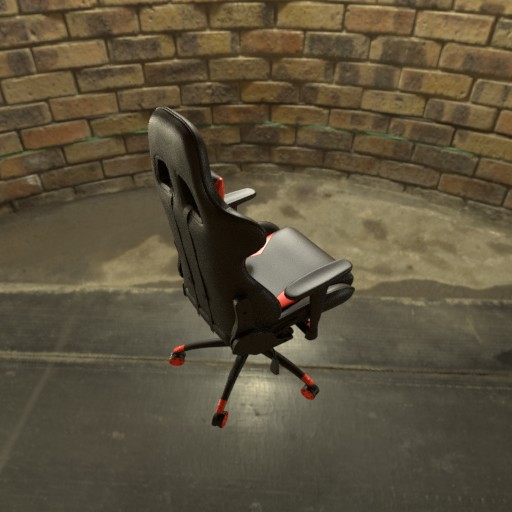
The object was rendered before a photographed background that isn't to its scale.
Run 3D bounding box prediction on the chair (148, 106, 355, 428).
[{"bbox_3d":[0.000,0.000,1.736,0.730,1.282,0.695,-25,46,-26],"label":"chair"}]
